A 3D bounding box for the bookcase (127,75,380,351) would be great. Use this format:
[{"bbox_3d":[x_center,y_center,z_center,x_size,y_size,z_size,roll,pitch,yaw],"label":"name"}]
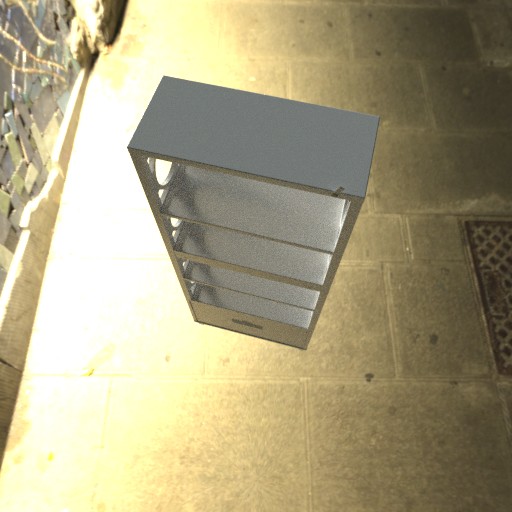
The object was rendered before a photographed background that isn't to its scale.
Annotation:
[{"bbox_3d":[0.000,0.000,2.228,0.761,1.869,0.361,13,64,7],"label":"bookcase"}]
